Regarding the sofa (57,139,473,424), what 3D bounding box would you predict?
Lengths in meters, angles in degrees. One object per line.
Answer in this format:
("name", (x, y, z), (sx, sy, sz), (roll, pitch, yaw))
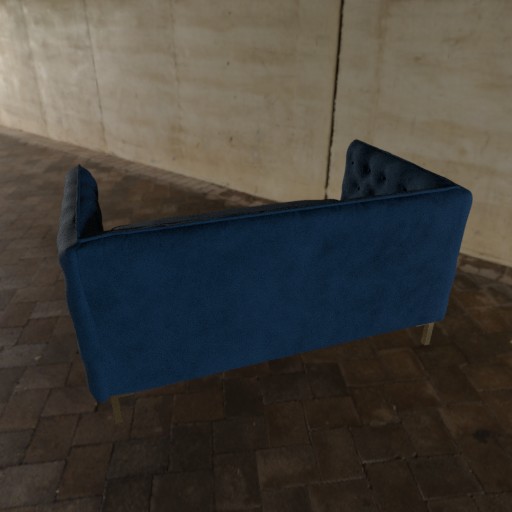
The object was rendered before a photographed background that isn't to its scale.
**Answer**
("sofa", (0.000, 0.000, 2.079), (1.583, 0.810, 0.909), (-9, 29, -17))
